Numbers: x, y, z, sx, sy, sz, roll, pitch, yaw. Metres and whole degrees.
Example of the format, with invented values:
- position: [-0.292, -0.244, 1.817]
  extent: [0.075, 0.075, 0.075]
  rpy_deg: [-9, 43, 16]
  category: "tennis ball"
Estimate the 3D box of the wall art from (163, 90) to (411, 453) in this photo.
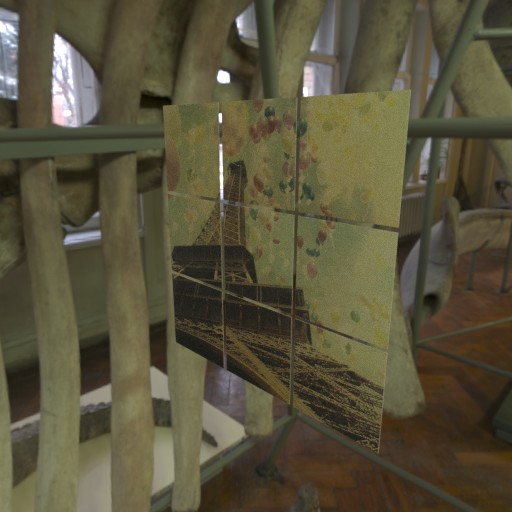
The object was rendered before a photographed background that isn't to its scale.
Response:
- position: [0.000, 0.000, 2.260]
  extent: [1.517, 1.505, 0.002]
  rpy_deg: [15, 22, 43]
  category: "wall art"
